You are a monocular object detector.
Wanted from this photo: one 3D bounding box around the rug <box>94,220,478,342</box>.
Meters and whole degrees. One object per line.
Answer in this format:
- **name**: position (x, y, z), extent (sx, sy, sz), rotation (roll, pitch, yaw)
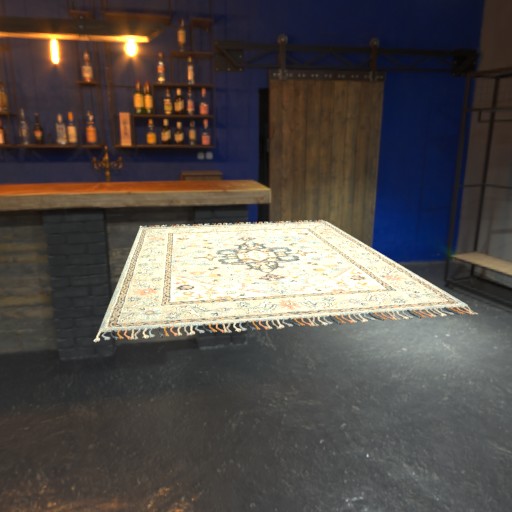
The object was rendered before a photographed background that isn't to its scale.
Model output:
- **rug**: position (0.000, 0.000, 2.241), extent (1.278, 0.009, 1.730), rotation (-3, 16, -9)
